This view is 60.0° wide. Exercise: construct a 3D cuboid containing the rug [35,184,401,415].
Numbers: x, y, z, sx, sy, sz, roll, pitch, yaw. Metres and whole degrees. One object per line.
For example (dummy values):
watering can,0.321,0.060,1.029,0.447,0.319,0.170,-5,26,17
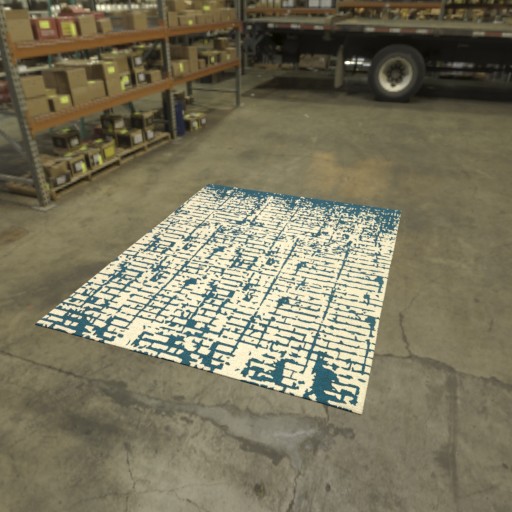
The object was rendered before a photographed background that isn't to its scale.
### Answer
rug,0.000,0.000,4.170,2.416,0.014,3.017,11,32,17
